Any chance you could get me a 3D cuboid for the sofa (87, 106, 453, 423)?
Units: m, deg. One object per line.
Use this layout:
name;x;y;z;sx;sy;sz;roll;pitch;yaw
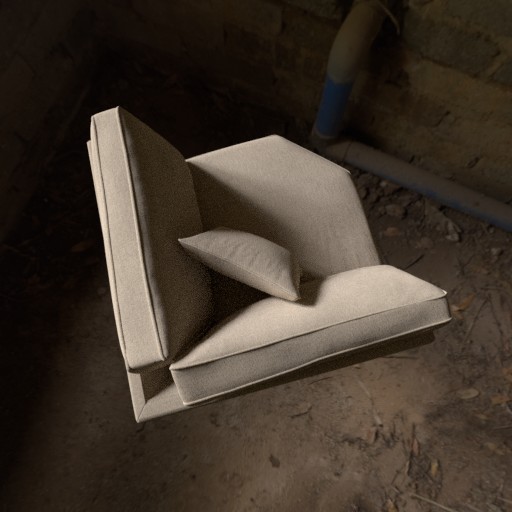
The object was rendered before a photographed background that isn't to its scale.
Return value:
sofa;0.000;0.000;1.839;1.050;0.937;1.042;-14;75;-4
